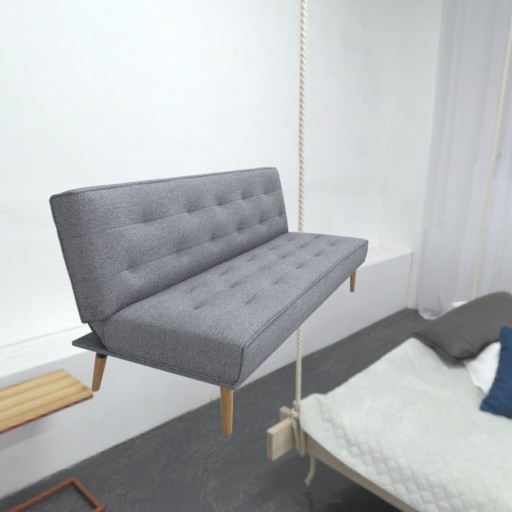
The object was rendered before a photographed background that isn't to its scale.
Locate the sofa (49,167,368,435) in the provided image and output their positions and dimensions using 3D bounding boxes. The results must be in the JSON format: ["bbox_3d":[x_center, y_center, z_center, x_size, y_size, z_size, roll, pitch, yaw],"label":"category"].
[{"bbox_3d":[0.000,0.000,2.335,0.810,0.830,1.820,7,16,26],"label":"sofa"}]
